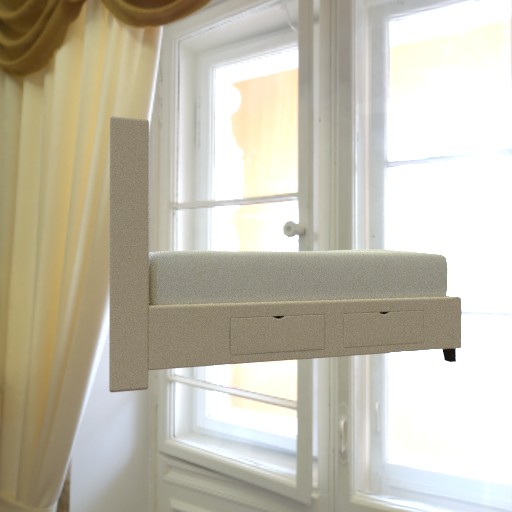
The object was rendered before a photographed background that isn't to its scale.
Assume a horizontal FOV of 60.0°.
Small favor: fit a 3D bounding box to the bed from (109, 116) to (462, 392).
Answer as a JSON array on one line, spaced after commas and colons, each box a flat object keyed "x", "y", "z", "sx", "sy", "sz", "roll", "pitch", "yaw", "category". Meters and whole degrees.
[{"x": 0.000, "y": 0.000, "z": 3.697, "sx": 2.293, "sy": 1.471, "sz": 2.145, "roll": 0, "pitch": -1, "yaw": -17, "category": "bed"}]
